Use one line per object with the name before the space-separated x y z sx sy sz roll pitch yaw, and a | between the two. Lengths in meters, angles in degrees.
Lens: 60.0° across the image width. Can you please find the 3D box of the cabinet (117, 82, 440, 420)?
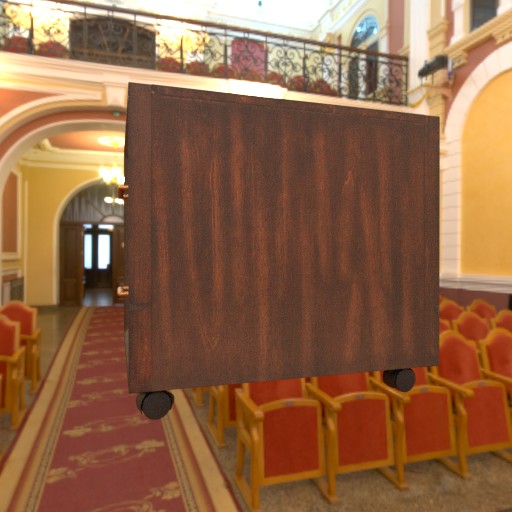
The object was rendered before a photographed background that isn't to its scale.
cabinet | 0.000 0.000 0.838 0.500 0.455 0.402 0 0 -17
